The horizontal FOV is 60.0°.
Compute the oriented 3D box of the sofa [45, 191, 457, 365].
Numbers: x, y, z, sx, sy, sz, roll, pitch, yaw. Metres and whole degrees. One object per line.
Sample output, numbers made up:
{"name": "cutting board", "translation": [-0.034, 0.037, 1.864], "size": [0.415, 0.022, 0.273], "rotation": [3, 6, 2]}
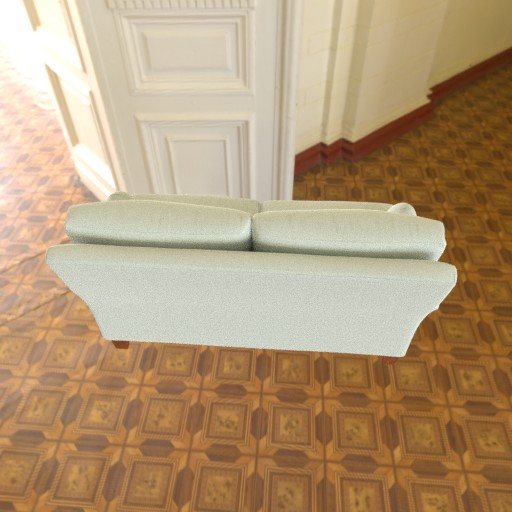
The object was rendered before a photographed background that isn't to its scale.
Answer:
{"name": "sofa", "translation": [0.000, 0.000, 2.571], "size": [1.853, 1.101, 1.084], "rotation": [3, 45, 3]}
